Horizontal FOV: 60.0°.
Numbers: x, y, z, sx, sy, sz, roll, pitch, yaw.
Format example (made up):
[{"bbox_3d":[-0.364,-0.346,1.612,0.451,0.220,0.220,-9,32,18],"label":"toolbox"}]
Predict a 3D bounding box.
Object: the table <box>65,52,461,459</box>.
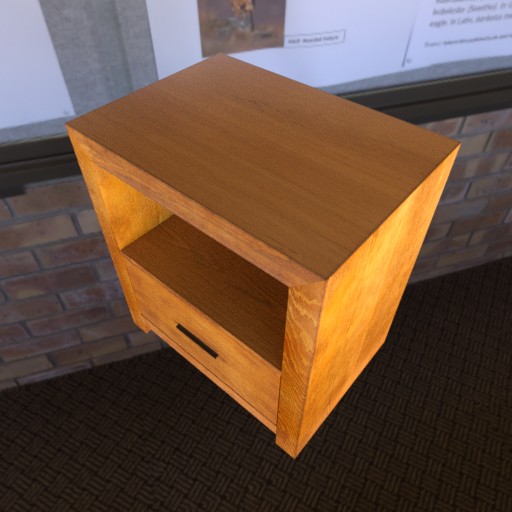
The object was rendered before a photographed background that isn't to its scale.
[{"bbox_3d":[0.000,0.000,0.969,0.550,0.605,0.400,32,54,26],"label":"table"}]
